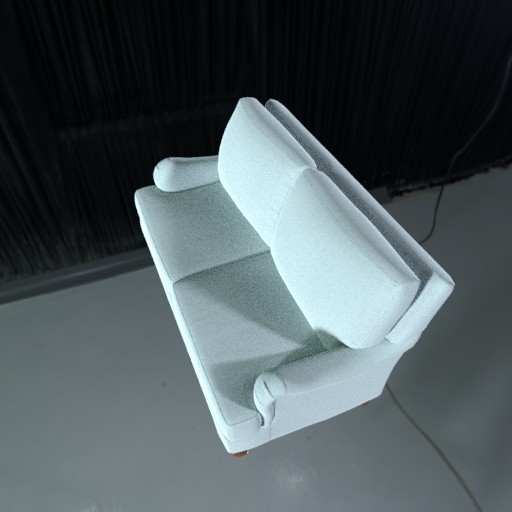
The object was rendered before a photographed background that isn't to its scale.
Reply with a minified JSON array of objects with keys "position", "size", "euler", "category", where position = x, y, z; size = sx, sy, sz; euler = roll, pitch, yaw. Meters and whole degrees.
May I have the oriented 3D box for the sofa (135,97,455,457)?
[{"position":[0.000,0.000,2.599],"size":[1.084,1.101,1.853],"euler":[-17,49,-16],"category":"sofa"}]
